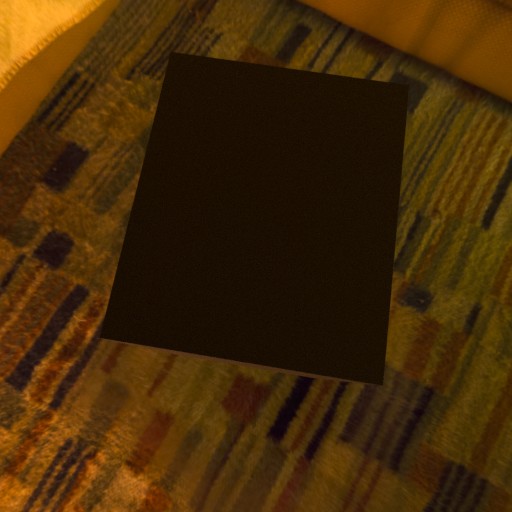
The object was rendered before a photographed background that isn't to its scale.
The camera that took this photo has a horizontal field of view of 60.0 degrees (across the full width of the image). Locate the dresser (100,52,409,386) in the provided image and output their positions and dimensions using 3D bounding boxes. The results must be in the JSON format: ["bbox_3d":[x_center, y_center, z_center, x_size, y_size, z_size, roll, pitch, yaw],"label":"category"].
[{"bbox_3d":[0.000,0.000,0.834,0.360,0.560,0.400,9,76,2],"label":"dresser"}]
